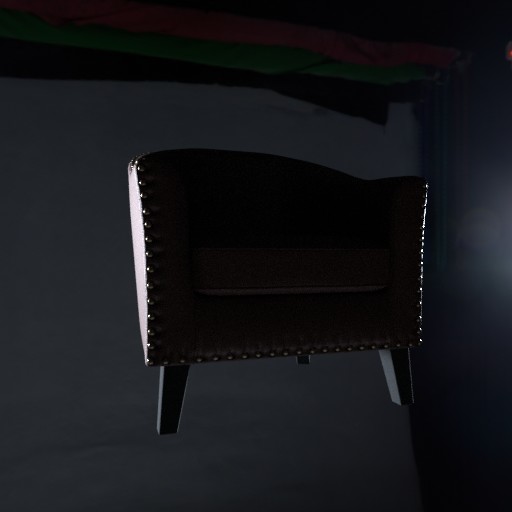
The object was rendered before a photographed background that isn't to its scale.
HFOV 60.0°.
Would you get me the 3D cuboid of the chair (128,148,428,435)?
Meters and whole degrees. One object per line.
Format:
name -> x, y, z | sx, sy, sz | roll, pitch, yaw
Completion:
chair -> 0.000, 0.000, 1.430 | 0.794, 0.823, 0.748 | 0, 0, -18
